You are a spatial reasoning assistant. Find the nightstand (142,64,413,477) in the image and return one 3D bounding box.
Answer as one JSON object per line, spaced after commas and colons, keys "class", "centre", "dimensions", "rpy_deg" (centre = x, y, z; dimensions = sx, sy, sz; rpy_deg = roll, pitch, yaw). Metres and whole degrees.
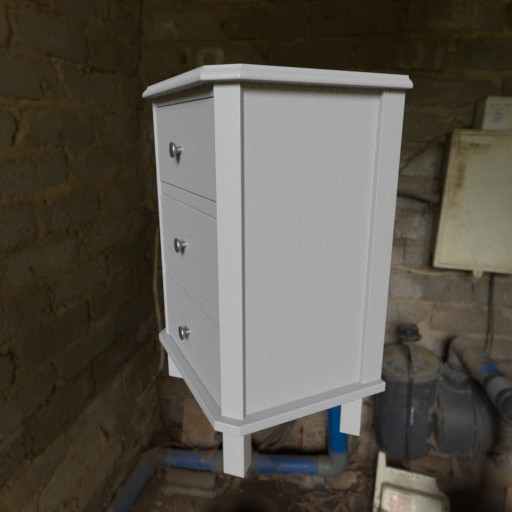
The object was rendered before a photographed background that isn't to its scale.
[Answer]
{"class": "nightstand", "centre": [0.000, 0.000, 0.930], "dimensions": [0.350, 0.680, 0.450], "rpy_deg": [-8, 17, -25]}
